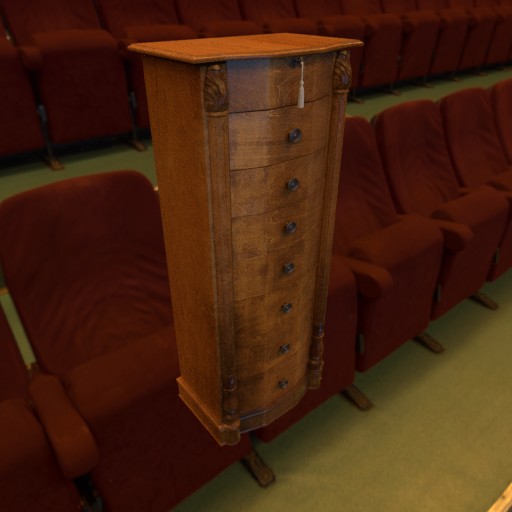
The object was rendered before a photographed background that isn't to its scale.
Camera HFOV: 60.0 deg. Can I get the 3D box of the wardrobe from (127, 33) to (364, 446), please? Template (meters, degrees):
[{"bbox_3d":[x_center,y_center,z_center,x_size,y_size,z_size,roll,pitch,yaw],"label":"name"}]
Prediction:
[{"bbox_3d":[0.000,0.000,1.101,0.406,0.959,0.273,-22,38,-32],"label":"wardrobe"}]
